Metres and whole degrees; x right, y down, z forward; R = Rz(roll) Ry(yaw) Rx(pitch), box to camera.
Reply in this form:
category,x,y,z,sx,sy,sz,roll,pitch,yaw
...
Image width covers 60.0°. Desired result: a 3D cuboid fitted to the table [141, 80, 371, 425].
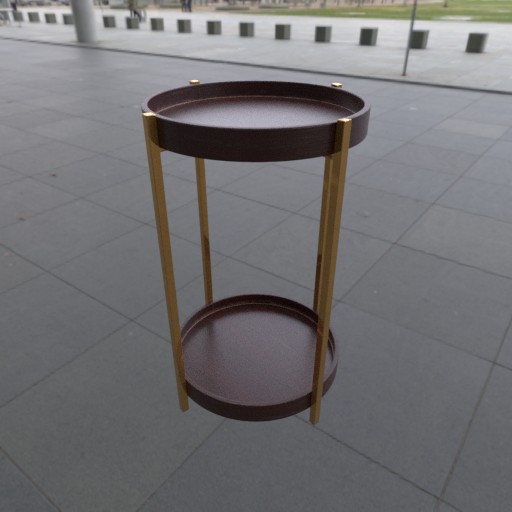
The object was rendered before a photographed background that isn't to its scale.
category,x,y,z,sx,sy,sz,roll,pitch,yaw
table,0.000,0.000,0.884,0.400,0.610,0.400,-22,37,-32
